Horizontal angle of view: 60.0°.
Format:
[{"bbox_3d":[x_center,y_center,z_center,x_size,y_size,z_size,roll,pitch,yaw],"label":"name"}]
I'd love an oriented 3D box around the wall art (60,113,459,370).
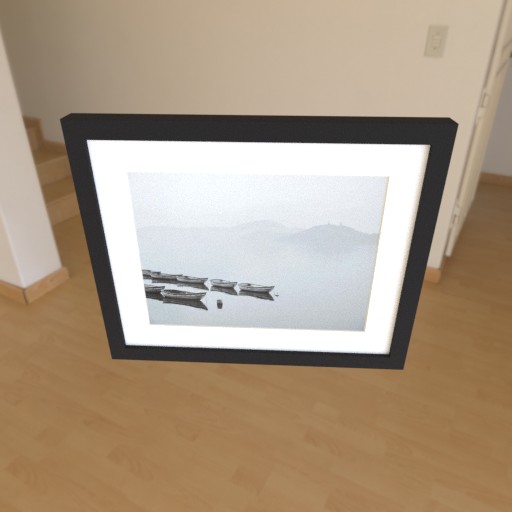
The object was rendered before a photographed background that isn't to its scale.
[{"bbox_3d":[0.000,0.000,0.534,0.397,0.325,0.028,1,30,3],"label":"wall art"}]
